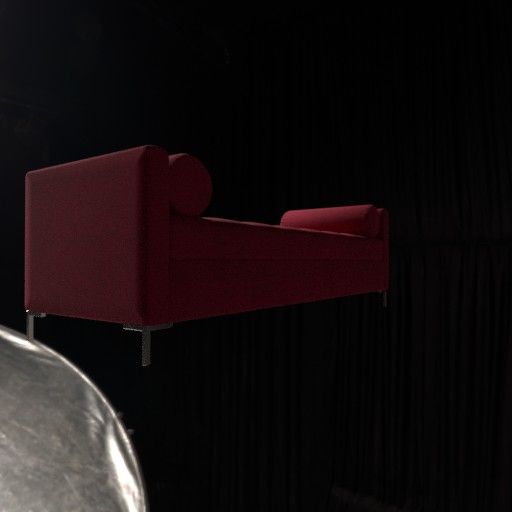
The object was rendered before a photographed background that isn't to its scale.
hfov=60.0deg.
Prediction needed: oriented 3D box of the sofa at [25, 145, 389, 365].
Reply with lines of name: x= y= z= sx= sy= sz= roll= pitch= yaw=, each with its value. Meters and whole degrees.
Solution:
sofa: x=0.000 y=0.000 z=2.233 sx=0.686 sy=0.635 sz=1.981 roll=0 pitch=-1 yaw=36
